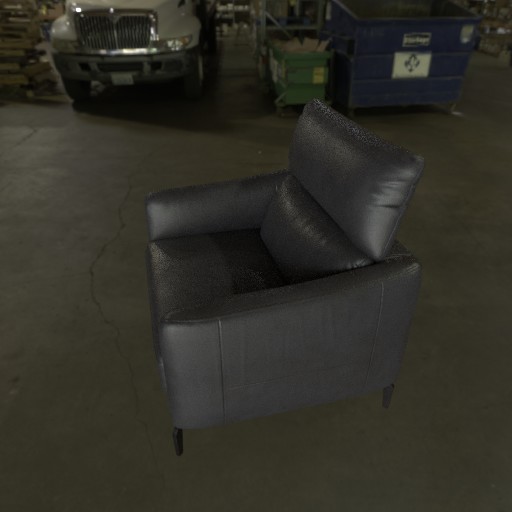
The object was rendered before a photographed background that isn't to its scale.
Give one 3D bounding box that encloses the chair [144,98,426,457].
[{"bbox_3d":[0.000,0.000,1.652,0.809,0.949,0.976,-8,32,-13],"label":"chair"}]
